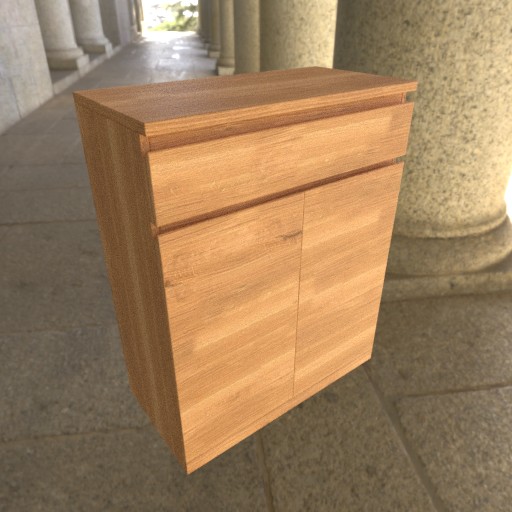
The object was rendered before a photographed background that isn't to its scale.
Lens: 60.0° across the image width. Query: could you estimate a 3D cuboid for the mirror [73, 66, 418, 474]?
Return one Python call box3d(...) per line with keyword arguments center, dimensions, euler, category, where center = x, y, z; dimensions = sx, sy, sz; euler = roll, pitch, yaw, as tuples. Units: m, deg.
box3d(center=(0.000, 0.000, 1.379), dimensions=(0.800, 1.000, 0.400), euler=(-21, 36, -32), category="mirror")
